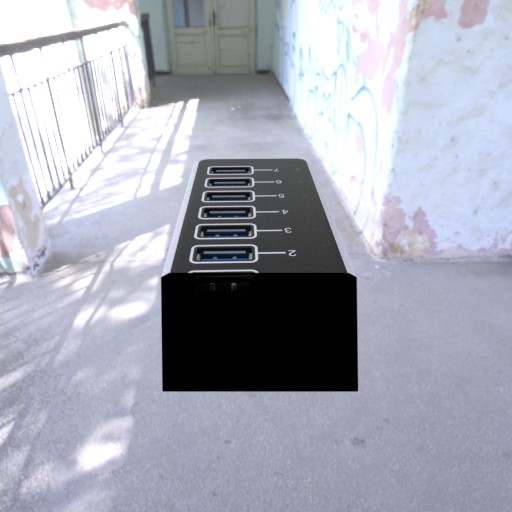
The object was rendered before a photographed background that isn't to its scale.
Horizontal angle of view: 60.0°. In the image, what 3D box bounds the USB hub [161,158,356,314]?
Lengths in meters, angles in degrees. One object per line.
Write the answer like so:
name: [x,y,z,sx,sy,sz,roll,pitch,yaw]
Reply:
USB hub: [0.000,0.000,0.129,0.044,0.023,0.110,-1,31,-1]
